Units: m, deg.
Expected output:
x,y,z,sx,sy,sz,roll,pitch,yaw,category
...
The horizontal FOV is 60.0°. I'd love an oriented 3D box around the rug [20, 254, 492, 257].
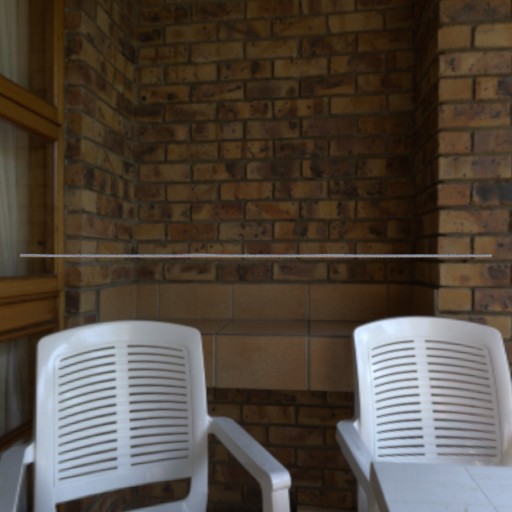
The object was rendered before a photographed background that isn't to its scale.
x,y,z,sx,sy,sz,roll,pitch,yaw,category
0.000,0.000,2.324,1.835,0.012,1.231,0,0,1,rug
